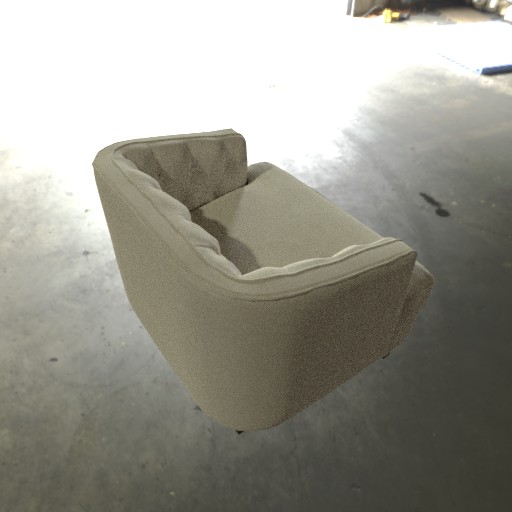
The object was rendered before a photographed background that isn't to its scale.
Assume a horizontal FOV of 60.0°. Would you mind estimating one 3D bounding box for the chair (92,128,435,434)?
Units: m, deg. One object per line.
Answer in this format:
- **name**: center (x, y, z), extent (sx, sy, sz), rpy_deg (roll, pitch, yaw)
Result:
- **chair**: center (0.000, 0.000, 1.798), extent (0.941, 0.852, 1.104), rpy_deg (-25, 48, -26)
